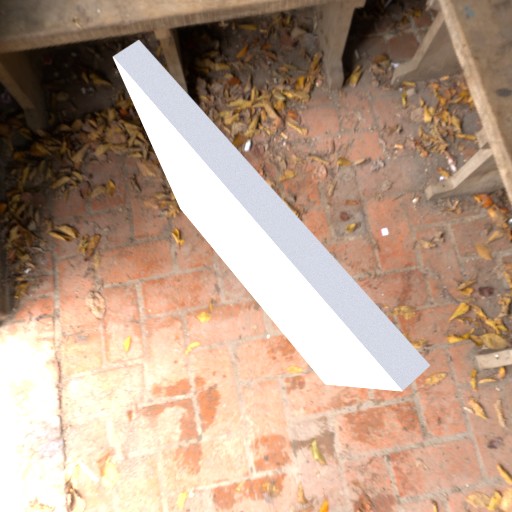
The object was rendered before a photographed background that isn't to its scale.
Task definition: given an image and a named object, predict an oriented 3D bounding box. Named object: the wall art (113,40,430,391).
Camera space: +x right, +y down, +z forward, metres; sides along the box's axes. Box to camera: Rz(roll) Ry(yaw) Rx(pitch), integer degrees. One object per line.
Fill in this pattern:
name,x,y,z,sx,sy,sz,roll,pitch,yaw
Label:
wall art,0.000,0.000,0.517,0.027,0.355,0.355,-38,78,-10
